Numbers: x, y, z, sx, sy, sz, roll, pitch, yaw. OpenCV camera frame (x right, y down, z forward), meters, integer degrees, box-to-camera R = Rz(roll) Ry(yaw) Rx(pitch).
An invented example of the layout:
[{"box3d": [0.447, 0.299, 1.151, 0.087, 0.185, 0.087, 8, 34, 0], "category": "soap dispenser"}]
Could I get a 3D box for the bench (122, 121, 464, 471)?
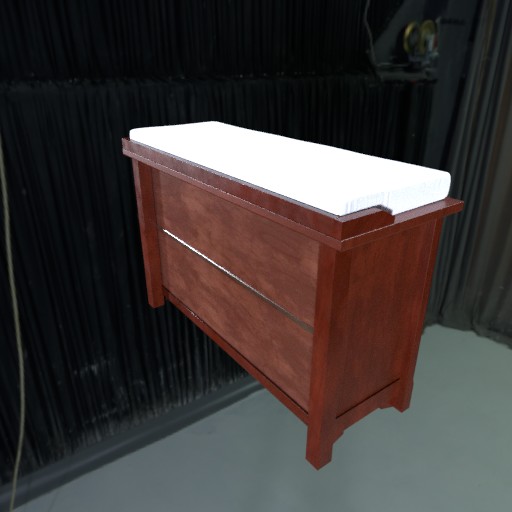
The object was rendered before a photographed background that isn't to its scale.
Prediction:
[{"box3d": [0.000, 0.000, 1.310, 0.369, 0.646, 0.987, -17, 30, -33], "category": "bench"}]
